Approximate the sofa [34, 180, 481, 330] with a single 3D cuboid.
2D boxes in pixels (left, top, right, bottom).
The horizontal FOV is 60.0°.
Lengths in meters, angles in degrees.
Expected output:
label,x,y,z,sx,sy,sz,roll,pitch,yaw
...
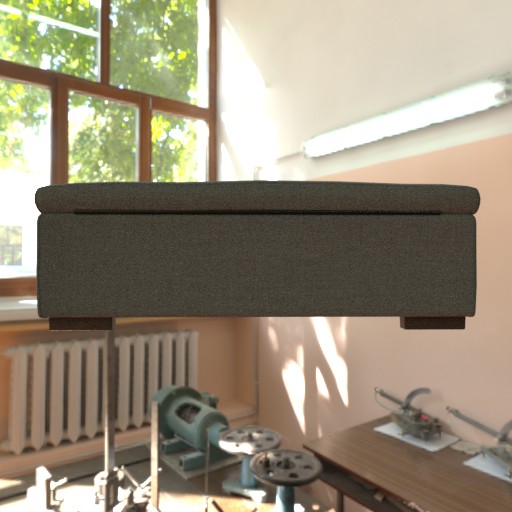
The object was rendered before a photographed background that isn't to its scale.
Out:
label,x,y,z,sx,sy,sz,roll,pitch,yaw
sofa,0.000,0.000,1.621,1.250,0.434,0.817,0,-1,-1
